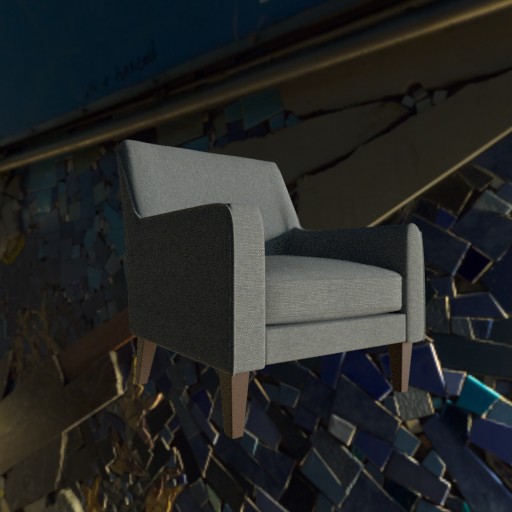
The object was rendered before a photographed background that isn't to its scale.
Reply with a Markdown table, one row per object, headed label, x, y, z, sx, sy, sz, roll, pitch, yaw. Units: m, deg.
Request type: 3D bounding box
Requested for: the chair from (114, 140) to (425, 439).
| label | x | y | z | sx | sy | sz | roll | pitch | yaw |
| --- | --- | --- | --- | --- | --- | --- | --- | --- | --- |
| chair | 0.000 | 0.000 | 1.625 | 0.780 | 0.919 | 0.899 | 0 | -1 | -35 |
